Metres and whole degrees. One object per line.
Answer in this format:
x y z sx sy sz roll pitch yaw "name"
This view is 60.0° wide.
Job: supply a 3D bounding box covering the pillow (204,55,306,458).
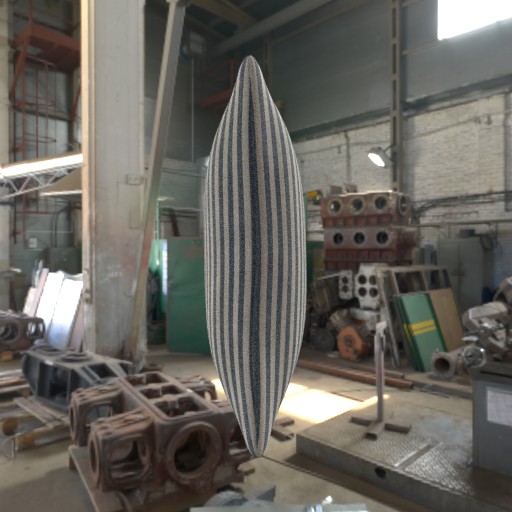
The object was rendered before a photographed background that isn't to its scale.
0.000 0.000 0.807 0.166 0.510 0.523 0 1 1 "pillow"
